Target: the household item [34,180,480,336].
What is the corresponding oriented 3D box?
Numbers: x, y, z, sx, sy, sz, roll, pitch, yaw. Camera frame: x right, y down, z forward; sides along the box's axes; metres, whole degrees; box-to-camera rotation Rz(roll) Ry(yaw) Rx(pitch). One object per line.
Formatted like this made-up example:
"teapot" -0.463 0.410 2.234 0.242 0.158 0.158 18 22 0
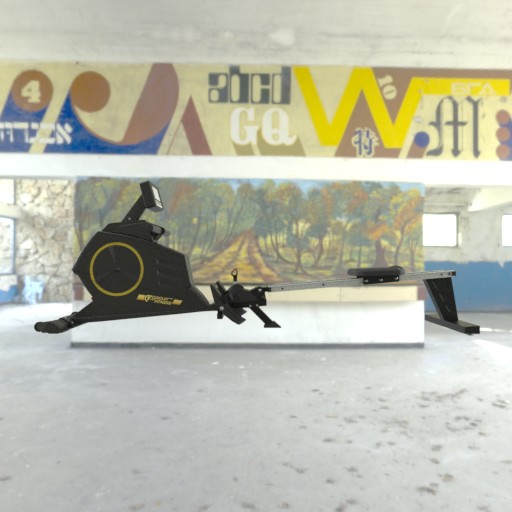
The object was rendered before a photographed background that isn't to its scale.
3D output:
"household item" 0.000 0.000 2.488 2.251 0.810 0.521 0 -1 0
